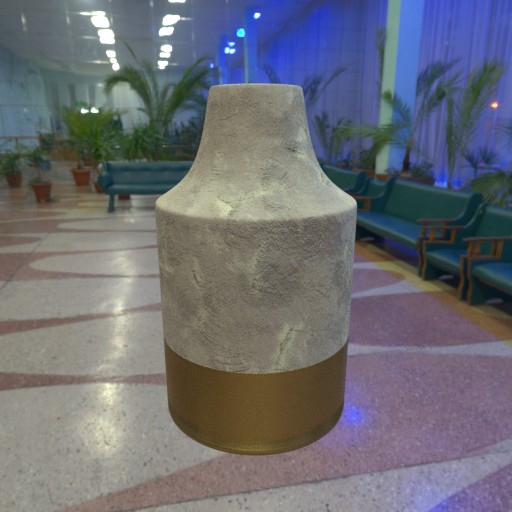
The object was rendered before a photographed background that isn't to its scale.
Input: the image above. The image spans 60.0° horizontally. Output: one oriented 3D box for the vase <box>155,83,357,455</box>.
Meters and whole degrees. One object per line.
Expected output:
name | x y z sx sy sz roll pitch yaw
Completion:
vase | 0.000 0.000 0.427 0.184 0.305 0.184 0 17 0
